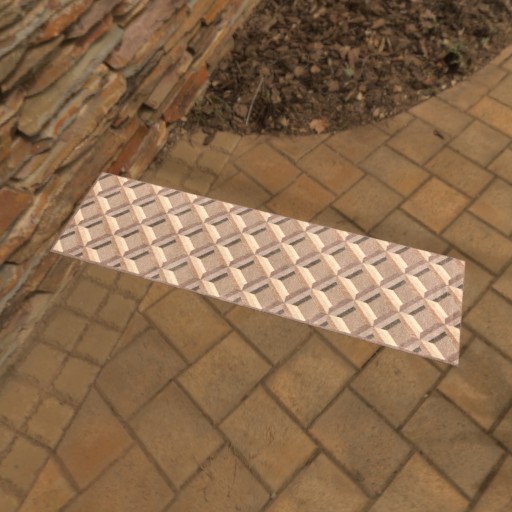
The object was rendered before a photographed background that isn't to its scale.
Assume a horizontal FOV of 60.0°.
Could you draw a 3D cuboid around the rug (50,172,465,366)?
[{"bbox_3d":[0.000,0.000,2.693,2.437,0.013,0.685,15,59,9],"label":"rug"}]
